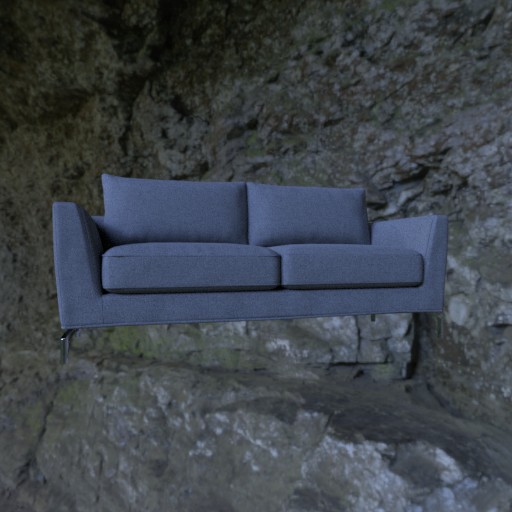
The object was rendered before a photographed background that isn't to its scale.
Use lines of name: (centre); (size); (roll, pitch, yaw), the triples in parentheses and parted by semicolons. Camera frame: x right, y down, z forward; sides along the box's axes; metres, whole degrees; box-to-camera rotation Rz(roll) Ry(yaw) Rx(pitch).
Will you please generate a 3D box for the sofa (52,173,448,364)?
sofa: (0.000, 0.000, 2.743); (2.212, 1.002, 0.869); (0, 0, -18)
